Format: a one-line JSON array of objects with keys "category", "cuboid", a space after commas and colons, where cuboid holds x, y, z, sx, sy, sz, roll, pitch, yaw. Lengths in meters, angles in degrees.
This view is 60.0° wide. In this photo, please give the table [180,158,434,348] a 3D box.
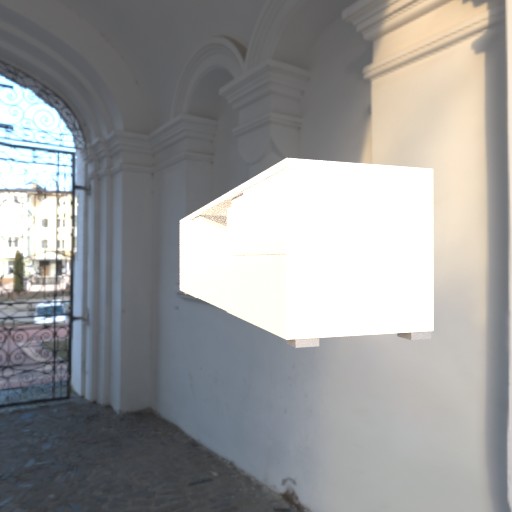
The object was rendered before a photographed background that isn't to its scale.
[{"category": "table", "cuboid": [0.000, 0.000, 1.819, 0.390, 0.420, 1.650, 0, 0, -18]}]
